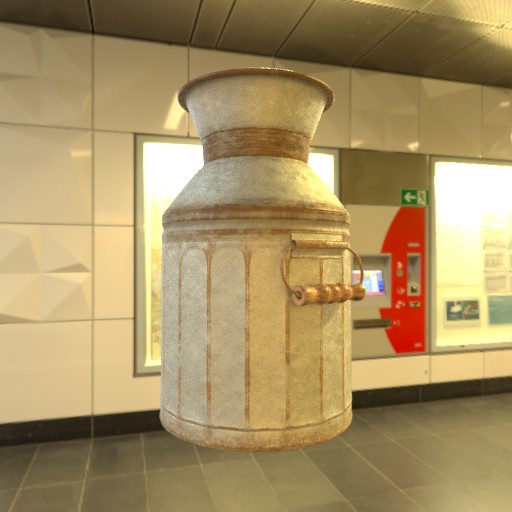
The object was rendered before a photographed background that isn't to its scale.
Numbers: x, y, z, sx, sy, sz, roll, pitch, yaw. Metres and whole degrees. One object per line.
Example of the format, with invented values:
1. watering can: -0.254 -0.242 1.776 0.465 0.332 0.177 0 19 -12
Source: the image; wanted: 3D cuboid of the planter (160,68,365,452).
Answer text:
1. planter: 0.000 0.000 0.507 0.215 0.358 0.248 0 0 -36
